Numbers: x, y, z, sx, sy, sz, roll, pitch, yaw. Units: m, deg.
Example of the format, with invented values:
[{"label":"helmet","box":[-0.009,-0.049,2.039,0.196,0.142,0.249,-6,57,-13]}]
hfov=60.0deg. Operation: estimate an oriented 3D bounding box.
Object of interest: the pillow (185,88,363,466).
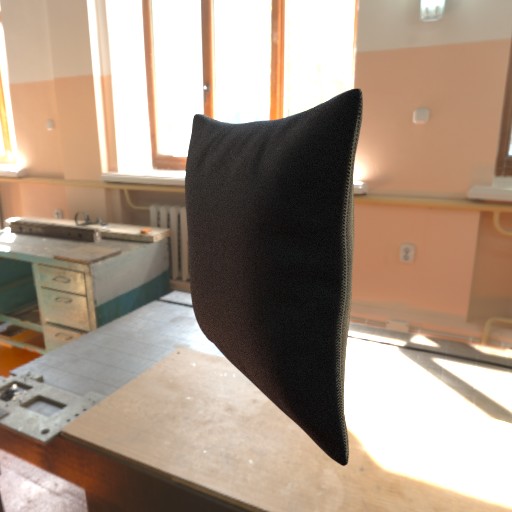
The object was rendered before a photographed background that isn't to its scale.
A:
[{"label":"pillow","box":[0.000,0.000,0.785,0.166,0.508,0.520,-8,16,-27]}]
